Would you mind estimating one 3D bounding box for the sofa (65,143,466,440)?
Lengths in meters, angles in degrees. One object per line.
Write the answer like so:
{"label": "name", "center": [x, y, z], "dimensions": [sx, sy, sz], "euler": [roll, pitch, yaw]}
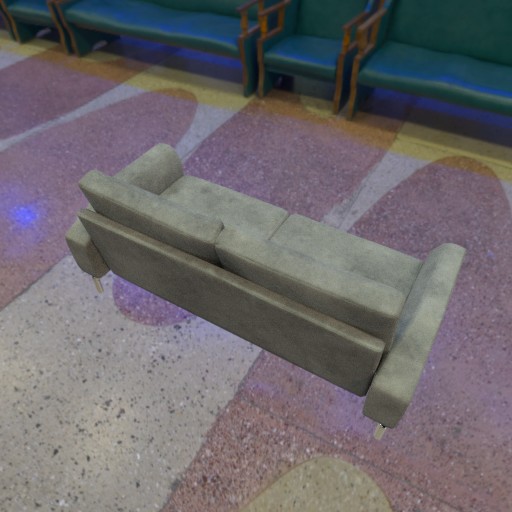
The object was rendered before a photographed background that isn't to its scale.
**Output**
{"label": "sofa", "center": [0.000, 0.000, 2.277], "dimensions": [1.837, 0.859, 0.849], "euler": [23, 50, 20]}
